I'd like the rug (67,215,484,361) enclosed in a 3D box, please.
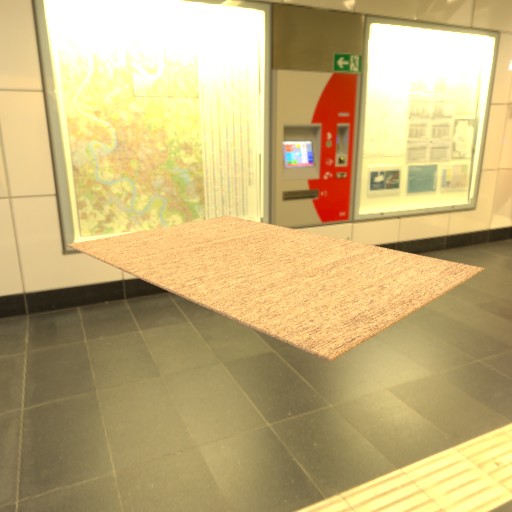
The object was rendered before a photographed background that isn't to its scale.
[{"bbox_3d":[0.000,0.000,2.314,1.225,0.013,1.840,-15,22,-42],"label":"rug"}]
